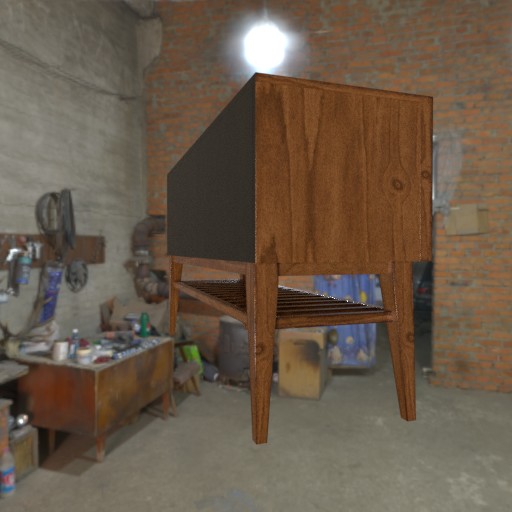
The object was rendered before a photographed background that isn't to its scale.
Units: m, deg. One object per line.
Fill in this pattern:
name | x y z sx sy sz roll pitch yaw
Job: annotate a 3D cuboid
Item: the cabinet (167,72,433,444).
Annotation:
cabinet | 0.000 0.000 1.669 0.477 0.802 1.363 0 1 -19
